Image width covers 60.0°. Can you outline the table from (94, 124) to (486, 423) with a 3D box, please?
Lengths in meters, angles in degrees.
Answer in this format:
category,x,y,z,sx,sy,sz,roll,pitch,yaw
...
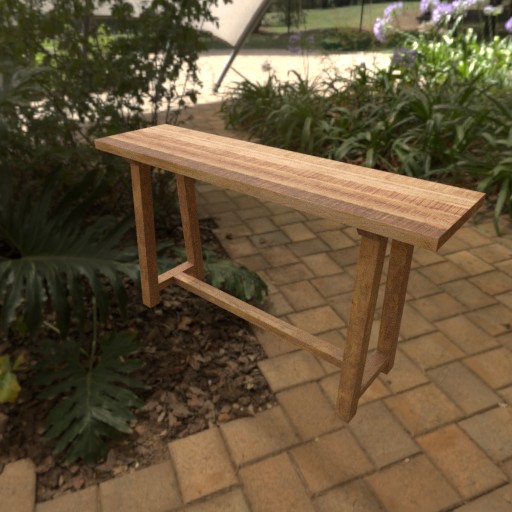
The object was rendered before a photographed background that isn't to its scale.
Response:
category,x,y,z,sx,sy,sz,roll,pitch,yaw
table,0.000,0.000,1.865,1.524,0.810,0.405,22,36,34
